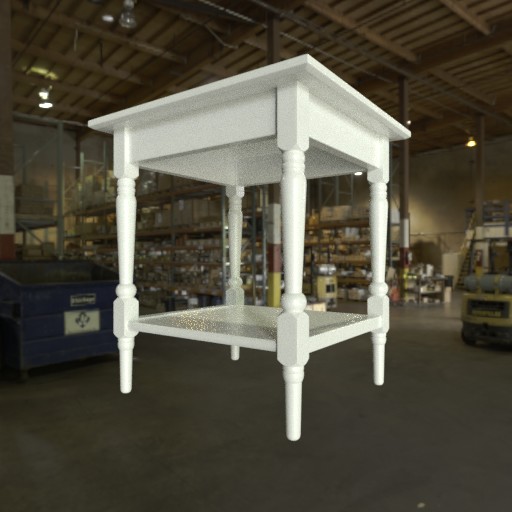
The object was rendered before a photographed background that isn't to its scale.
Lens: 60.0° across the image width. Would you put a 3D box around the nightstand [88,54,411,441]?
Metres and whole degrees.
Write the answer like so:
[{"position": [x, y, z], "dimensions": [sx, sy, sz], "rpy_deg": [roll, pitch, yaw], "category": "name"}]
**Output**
[{"position": [0.000, 0.000, 0.931], "dimensions": [0.505, 0.555, 0.459], "rpy_deg": [0, 0, 36], "category": "nightstand"}]
